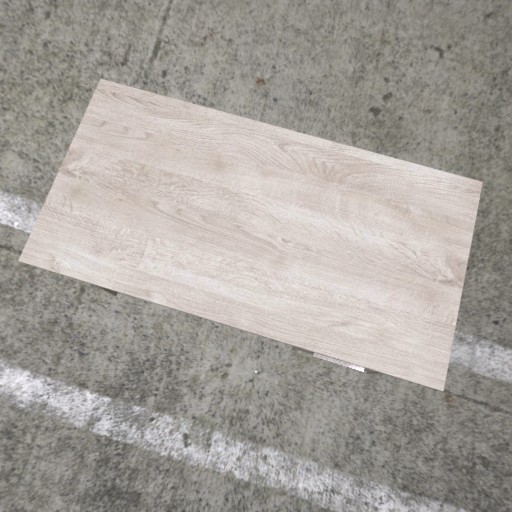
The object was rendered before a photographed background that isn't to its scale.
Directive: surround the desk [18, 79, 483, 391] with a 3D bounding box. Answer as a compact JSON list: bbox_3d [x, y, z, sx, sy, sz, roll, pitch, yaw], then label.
[{"bbox_3d":[0.000,0.000,1.512,1.097,0.735,0.560,16,76,4],"label":"desk"}]
